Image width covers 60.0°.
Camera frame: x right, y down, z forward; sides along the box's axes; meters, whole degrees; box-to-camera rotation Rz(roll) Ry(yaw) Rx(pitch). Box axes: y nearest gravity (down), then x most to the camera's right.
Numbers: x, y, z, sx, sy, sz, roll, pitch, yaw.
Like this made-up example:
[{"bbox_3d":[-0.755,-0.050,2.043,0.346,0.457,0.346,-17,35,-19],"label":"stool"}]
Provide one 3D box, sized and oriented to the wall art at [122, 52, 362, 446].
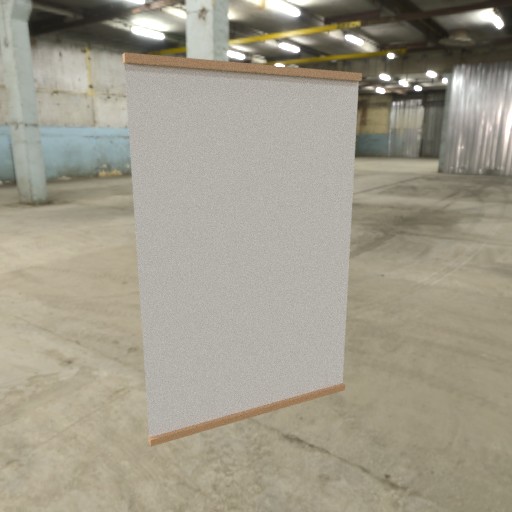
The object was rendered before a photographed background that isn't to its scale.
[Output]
[{"bbox_3d":[0.000,0.000,0.762,0.401,0.611,0.016,-7,16,-25],"label":"wall art"}]
